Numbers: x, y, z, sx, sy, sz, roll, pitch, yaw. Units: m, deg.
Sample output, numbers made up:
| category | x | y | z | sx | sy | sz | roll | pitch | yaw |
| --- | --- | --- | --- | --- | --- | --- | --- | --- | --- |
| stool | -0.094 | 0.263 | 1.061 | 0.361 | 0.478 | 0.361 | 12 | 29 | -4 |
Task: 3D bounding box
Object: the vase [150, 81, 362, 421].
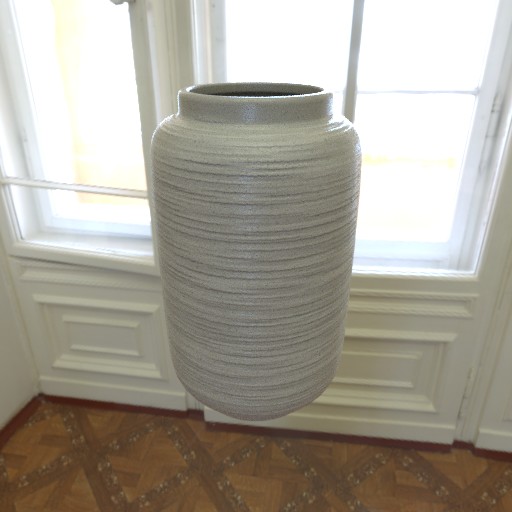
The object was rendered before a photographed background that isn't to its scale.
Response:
| category | x | y | z | sx | sy | sz | roll | pitch | yaw |
| --- | --- | --- | --- | --- | --- | --- | --- | --- | --- |
| vase | 0.000 | 0.000 | 0.472 | 0.202 | 0.335 | 0.202 | 0 | 26 | 0 |
